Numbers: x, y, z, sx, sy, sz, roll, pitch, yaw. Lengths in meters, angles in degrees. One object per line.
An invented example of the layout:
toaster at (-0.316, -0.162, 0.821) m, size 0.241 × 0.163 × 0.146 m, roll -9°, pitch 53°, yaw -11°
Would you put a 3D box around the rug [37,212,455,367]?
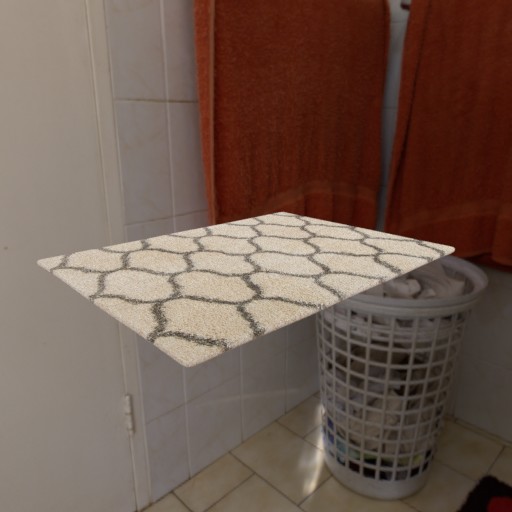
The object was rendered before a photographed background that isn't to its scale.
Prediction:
rug at (0.000, 0.000, 2.102) m, size 1.600 × 0.025 × 1.200 m, roll -15°, pitch 23°, yaw -40°
